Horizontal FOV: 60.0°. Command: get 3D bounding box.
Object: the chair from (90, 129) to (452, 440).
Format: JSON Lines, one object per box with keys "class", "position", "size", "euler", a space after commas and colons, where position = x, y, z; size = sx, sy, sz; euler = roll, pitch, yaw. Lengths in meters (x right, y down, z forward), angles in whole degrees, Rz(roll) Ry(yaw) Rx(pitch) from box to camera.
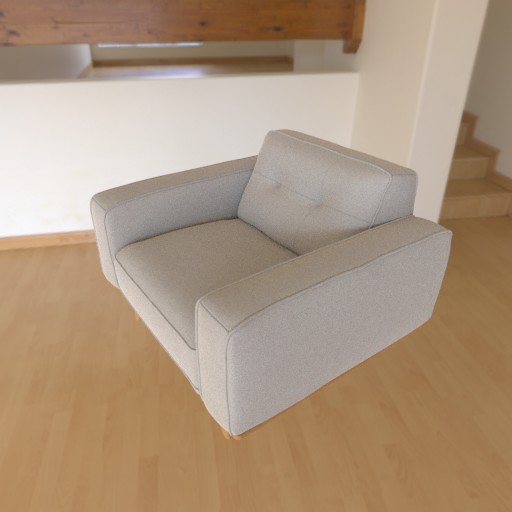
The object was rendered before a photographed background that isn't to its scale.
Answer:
{"class": "chair", "position": [0.000, 0.000, 1.769], "size": [0.953, 0.779, 1.115], "euler": [-20, 36, -30]}
